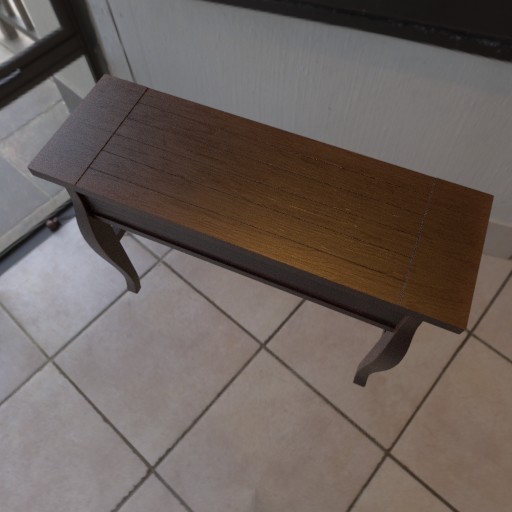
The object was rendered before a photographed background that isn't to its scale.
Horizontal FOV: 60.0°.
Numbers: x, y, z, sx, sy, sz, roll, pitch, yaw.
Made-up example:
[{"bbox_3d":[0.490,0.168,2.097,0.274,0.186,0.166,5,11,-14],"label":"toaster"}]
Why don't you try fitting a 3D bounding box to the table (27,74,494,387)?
[{"bbox_3d":[0.000,0.000,1.399,1.062,0.768,0.373,20,64,10],"label":"table"}]
